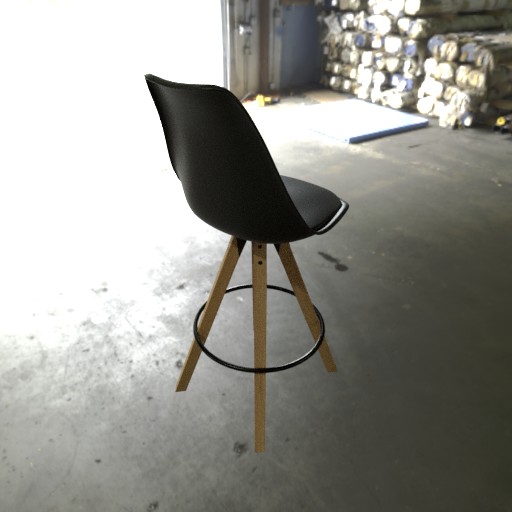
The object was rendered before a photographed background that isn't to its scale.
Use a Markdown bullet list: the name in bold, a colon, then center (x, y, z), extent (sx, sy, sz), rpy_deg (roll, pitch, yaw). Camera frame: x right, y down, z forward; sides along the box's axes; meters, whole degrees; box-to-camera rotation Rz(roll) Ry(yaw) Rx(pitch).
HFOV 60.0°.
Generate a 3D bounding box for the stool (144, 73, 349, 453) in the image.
- **stool**: center (0.000, 0.000, 1.382), extent (0.485, 1.115, 0.550), rpy_deg (24, 39, 33)
